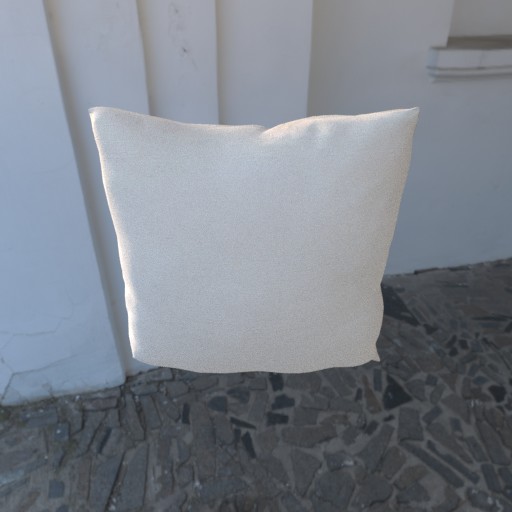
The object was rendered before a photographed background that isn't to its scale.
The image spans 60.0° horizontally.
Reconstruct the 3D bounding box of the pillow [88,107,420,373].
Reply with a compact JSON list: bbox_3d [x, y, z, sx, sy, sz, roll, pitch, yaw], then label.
[{"bbox_3d":[0.000,0.000,0.690,0.450,0.448,0.245,0,30,0],"label":"pillow"}]
